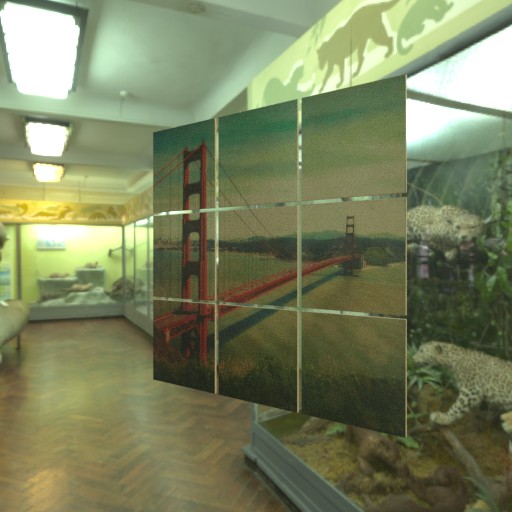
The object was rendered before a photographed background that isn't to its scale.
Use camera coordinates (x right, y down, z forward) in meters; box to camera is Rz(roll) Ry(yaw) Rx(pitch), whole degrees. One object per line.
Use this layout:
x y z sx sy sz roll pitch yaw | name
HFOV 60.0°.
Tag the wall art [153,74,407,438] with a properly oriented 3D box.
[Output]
0.000 0.000 2.273 1.519 1.507 0.014 0 0 35 | wall art
